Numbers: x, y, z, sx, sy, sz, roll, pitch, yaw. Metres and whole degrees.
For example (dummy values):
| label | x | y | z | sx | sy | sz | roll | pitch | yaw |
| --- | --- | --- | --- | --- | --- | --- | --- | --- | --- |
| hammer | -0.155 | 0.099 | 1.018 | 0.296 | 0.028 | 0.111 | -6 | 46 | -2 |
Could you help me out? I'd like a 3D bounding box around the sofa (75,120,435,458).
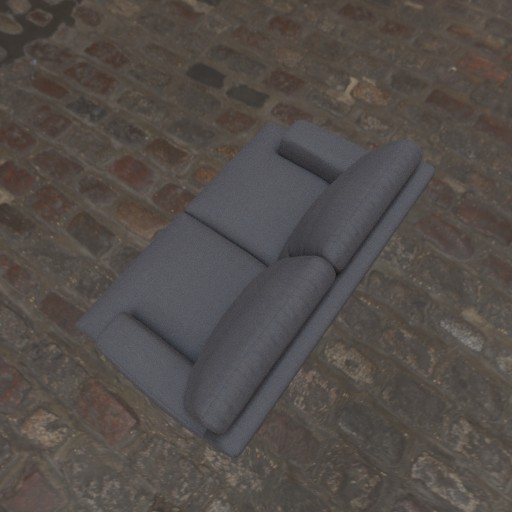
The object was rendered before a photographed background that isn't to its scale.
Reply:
| label | x | y | z | sx | sy | sz | roll | pitch | yaw |
| --- | --- | --- | --- | --- | --- | --- | --- | --- | --- |
| sofa | 0.000 | 0.000 | 2.516 | 1.143 | 0.940 | 1.880 | 34 | 68 | 15 |
